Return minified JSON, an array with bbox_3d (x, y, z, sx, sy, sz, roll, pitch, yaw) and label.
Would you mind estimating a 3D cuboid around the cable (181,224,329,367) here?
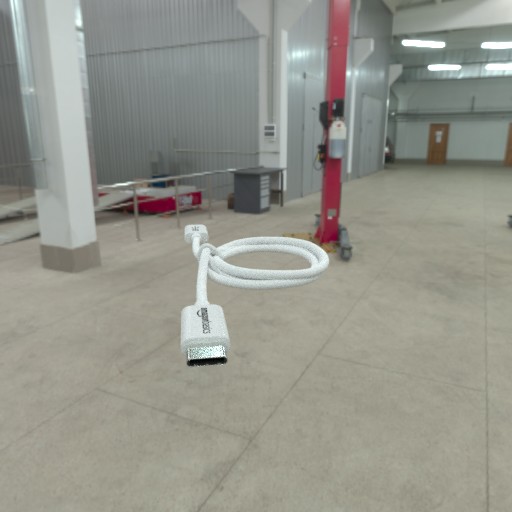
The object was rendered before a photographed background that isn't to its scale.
[{"bbox_3d":[0.000,0.000,0.211,0.070,0.014,0.186,-2,15,-9],"label":"cable"}]
